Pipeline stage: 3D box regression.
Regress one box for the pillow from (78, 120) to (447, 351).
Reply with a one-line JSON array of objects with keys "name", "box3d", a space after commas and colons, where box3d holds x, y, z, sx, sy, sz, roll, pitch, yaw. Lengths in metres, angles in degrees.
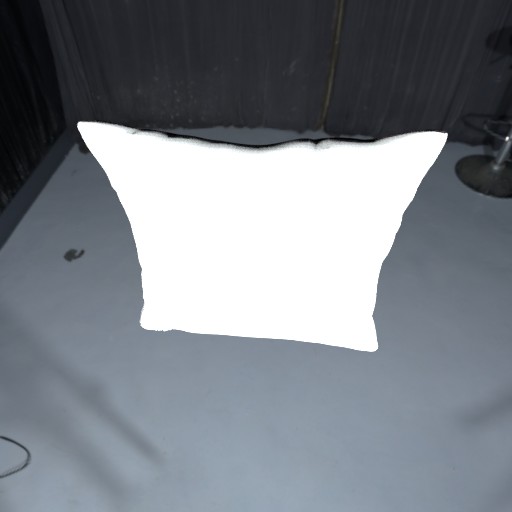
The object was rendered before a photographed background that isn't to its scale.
[{"name": "pillow", "box3d": [0.000, 0.000, 0.723, 0.475, 0.473, 0.178, 4, 47, 4]}]
